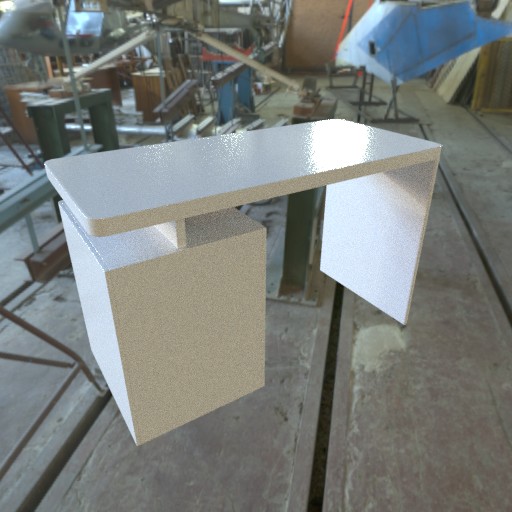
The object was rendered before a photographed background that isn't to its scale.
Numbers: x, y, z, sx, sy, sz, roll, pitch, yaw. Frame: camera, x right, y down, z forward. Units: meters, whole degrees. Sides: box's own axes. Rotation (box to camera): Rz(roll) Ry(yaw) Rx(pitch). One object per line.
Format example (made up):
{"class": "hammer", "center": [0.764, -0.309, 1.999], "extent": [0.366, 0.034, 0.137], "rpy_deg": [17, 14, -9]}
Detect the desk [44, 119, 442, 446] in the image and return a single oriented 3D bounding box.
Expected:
{"class": "desk", "center": [0.000, 0.000, 1.613], "extent": [1.200, 0.760, 0.550], "rpy_deg": [-17, 33, -28]}
